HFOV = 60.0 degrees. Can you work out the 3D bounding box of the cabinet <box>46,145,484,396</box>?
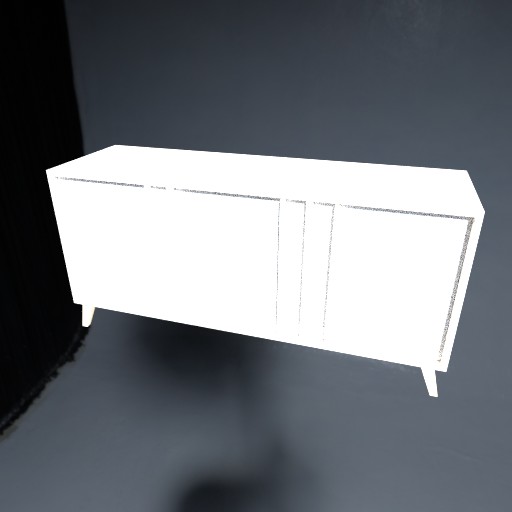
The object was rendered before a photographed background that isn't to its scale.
[{"bbox_3d":[0.000,0.000,1.990,1.649,0.780,0.500,8,27,15],"label":"cabinet"}]
